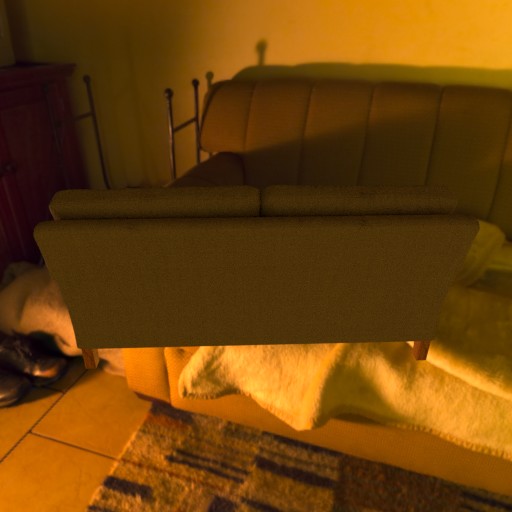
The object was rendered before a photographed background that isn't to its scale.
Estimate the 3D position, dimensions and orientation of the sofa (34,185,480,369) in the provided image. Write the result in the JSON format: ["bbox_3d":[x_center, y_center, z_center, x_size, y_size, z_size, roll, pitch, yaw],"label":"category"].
[{"bbox_3d":[0.000,0.000,2.731,2.165,1.087,1.086,-1,28,-2],"label":"sofa"}]
